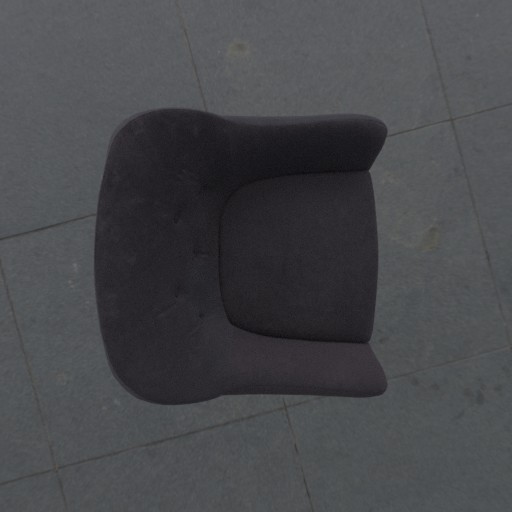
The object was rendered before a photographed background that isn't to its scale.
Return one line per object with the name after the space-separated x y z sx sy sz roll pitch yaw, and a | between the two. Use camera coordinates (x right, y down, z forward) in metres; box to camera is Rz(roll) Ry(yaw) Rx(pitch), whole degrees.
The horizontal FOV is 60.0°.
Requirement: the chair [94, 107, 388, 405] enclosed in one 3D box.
0.000 0.000 1.487 0.819 0.807 0.840 0 90 -1 | chair
